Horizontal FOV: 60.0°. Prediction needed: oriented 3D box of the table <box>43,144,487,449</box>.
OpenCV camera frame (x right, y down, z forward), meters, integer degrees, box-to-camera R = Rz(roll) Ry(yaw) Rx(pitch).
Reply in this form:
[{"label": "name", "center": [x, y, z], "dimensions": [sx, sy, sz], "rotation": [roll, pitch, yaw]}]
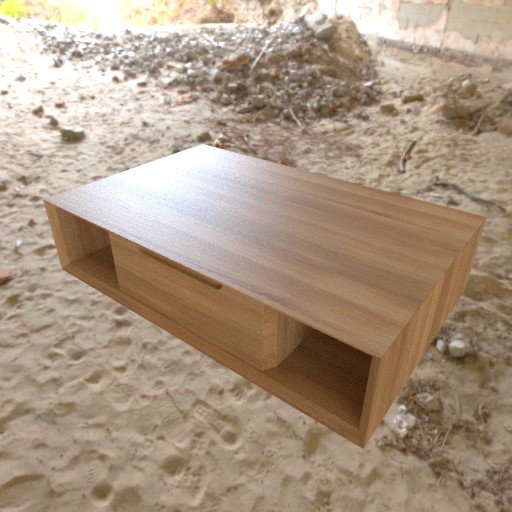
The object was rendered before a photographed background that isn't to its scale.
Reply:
[{"label": "table", "center": [0.000, 0.000, 1.385], "dimensions": [1.100, 0.330, 0.700], "rotation": [22, 38, 32]}]
